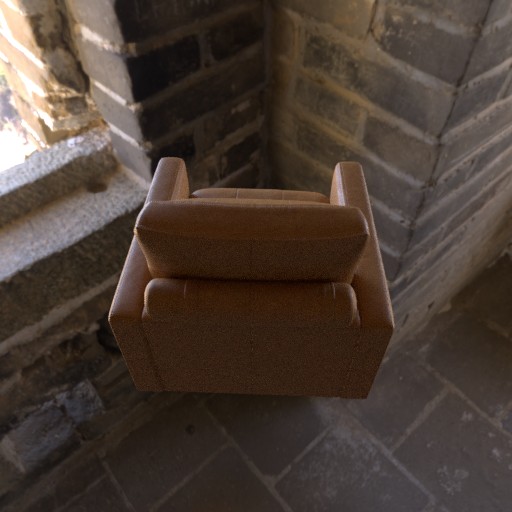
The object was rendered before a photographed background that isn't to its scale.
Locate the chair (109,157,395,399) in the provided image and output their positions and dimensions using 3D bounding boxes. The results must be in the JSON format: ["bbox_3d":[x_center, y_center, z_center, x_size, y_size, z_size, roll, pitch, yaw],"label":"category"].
[{"bbox_3d":[0.000,0.000,1.593,0.831,0.896,0.868,2,47,2],"label":"chair"}]
